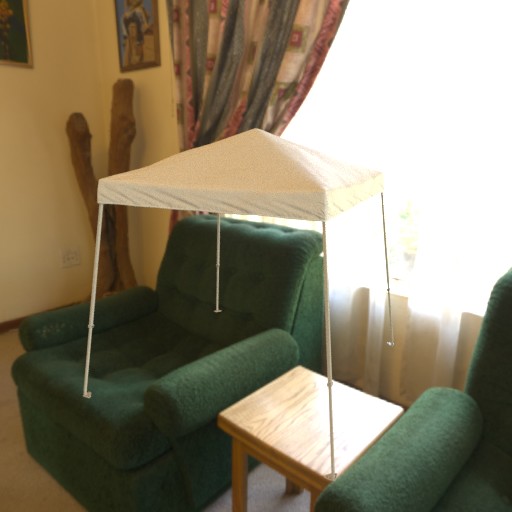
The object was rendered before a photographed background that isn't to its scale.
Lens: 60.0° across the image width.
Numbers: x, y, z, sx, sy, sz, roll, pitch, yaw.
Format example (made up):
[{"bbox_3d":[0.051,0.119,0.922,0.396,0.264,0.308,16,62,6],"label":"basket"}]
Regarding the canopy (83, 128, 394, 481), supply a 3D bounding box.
[{"bbox_3d":[0.000,0.000,6.498,3.600,3.600,3.599,7,16,25],"label":"canopy"}]
